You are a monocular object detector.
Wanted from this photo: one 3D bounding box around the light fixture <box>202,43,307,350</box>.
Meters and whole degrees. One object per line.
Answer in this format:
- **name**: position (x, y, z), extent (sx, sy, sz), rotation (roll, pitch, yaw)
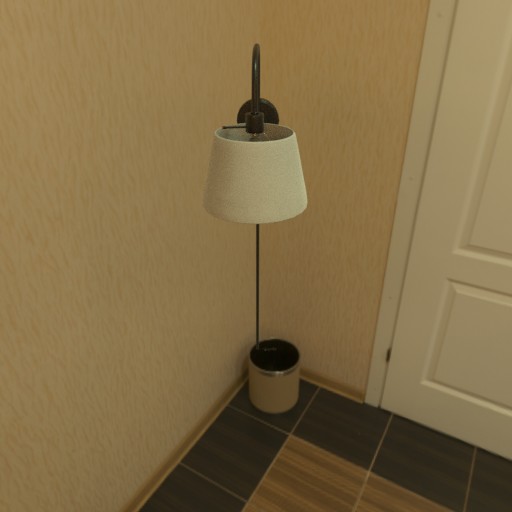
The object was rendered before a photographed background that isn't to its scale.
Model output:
- **light fixture**: position (0.000, 0.000, 0.464), extent (0.092, 0.399, 0.176), rotation (1, 29, 1)
